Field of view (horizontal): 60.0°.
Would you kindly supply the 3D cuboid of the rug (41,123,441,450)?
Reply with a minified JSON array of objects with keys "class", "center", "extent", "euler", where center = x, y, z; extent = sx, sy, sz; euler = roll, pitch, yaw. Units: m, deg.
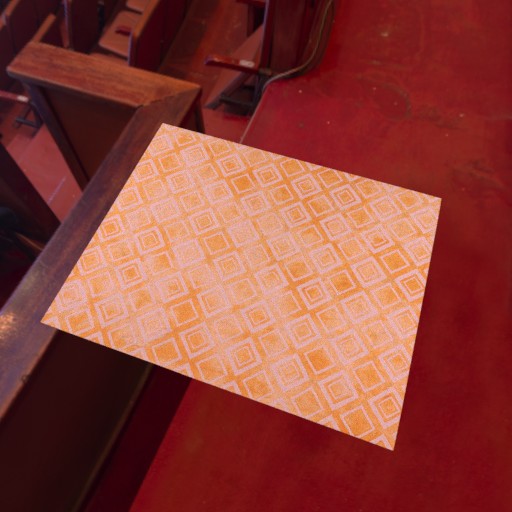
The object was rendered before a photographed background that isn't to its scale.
[{"class":"rug","center":[0.000,0.000,4.079],"extent":[3.037,0.011,2.433],"euler":[17,63,9]}]
